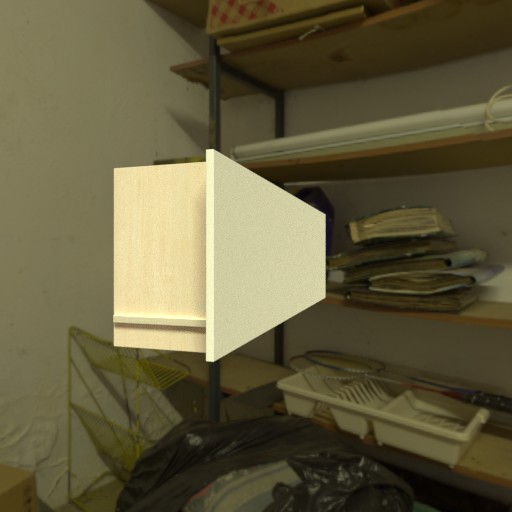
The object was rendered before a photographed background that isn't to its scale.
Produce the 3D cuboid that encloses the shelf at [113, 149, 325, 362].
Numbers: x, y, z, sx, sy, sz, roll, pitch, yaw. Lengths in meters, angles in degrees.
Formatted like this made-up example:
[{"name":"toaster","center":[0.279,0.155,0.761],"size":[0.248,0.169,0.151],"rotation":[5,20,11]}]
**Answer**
[{"name":"shelf","center":[0.000,0.000,1.140],"size":[0.200,0.300,1.020],"rotation":[0,0,18]}]
